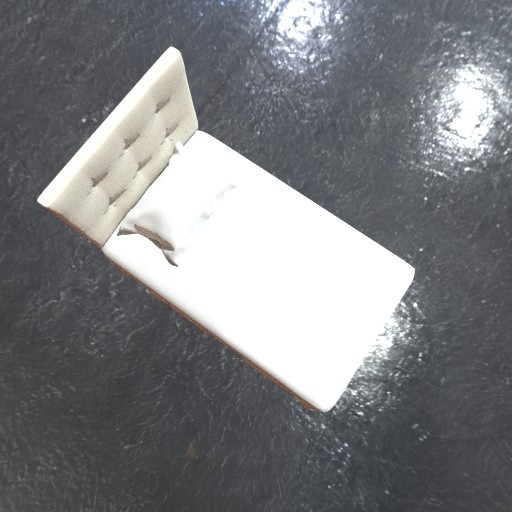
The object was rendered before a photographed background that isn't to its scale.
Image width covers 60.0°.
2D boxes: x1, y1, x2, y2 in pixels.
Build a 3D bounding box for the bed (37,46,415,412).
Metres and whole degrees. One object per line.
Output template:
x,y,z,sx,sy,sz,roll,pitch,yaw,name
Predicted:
0.000,0.000,2.994,1.997,1.571,1.261,34,79,8,bed
